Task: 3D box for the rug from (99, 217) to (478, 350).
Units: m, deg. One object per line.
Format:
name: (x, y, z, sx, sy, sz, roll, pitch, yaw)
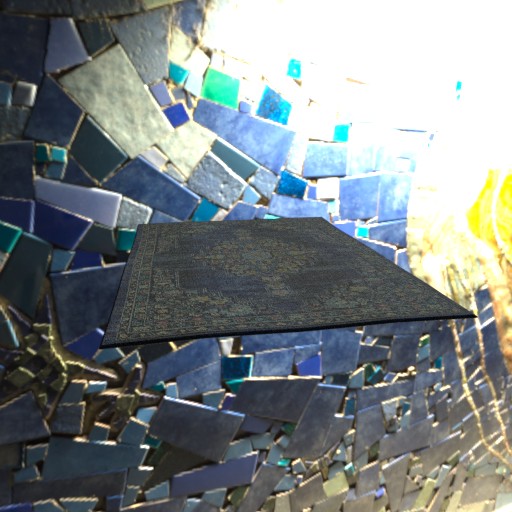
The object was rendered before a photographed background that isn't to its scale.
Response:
rug: (0.000, 0.000, 4.762, 2.716, 0.035, 3.612, -3, 17, -10)
